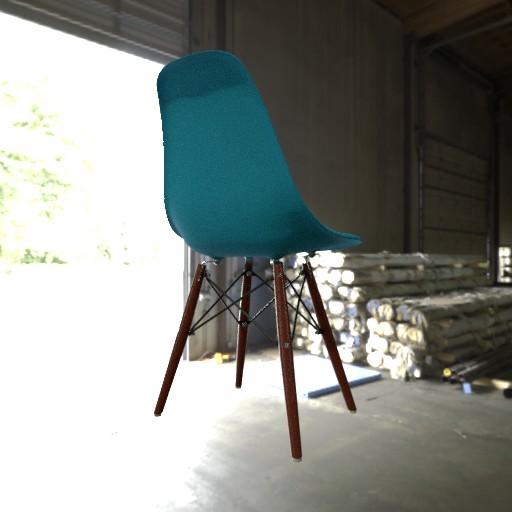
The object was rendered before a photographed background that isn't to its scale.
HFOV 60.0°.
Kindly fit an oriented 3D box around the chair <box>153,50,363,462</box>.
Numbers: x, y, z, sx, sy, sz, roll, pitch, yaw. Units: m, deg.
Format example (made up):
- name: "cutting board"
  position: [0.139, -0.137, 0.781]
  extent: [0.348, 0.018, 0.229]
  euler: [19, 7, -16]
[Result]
- name: "chair"
  position: [0.000, 0.000, 1.136]
  extent: [0.470, 0.826, 0.533]
  euler: [0, 0, 35]
